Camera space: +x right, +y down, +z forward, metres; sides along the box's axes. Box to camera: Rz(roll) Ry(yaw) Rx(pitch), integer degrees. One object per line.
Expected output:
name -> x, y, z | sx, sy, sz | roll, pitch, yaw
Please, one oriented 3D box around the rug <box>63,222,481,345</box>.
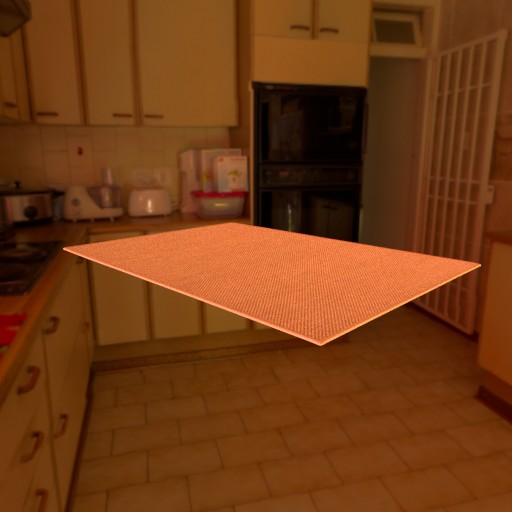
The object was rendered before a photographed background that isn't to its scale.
rug -> 0.000, 0.000, 2.746 | 2.134, 0.013, 1.524 | 13, 19, 43
